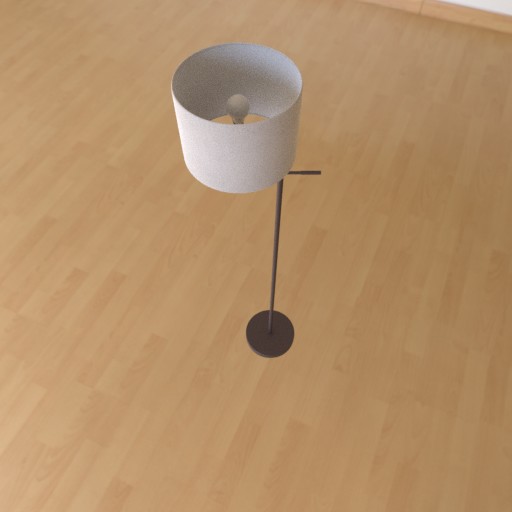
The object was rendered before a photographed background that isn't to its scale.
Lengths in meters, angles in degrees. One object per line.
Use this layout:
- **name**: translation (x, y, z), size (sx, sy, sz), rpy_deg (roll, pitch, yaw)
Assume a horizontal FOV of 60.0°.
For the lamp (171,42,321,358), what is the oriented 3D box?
- **lamp**: translation (0.000, 0.000, 1.760), size (0.416, 1.600, 0.324), rpy_deg (-1, 57, 0)
